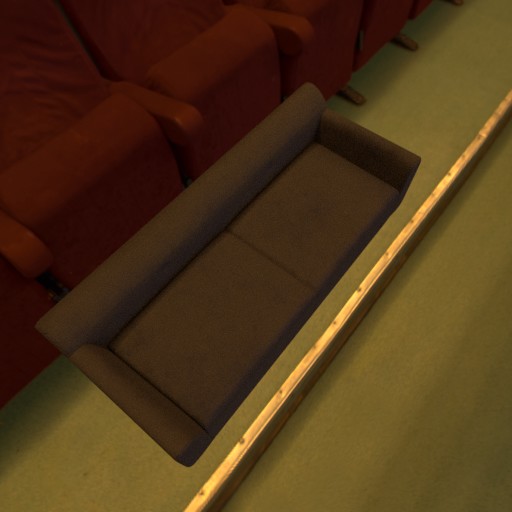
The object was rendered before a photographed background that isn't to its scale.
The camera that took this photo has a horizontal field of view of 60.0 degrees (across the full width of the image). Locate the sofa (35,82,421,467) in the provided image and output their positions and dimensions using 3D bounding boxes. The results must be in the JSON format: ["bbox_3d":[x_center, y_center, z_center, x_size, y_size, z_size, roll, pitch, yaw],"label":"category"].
[{"bbox_3d":[0.000,0.000,2.624,0.900,0.740,2.190,35,65,18],"label":"sofa"}]
